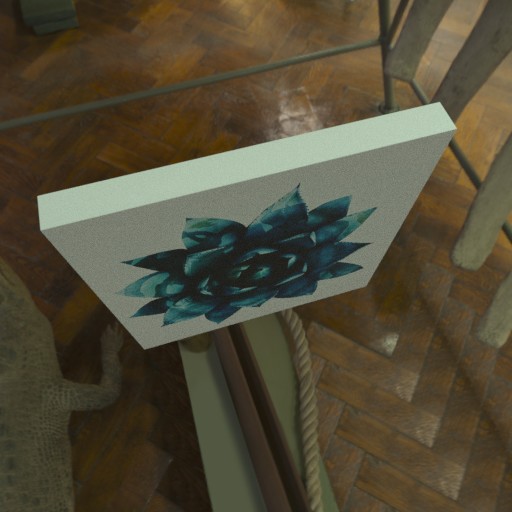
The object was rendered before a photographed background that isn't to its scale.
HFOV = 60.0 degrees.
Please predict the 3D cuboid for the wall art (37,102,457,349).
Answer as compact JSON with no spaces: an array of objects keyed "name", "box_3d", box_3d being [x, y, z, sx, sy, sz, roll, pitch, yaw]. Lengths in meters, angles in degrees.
[{"name":"wall art","box_3d":[0.000,0.000,0.604,0.406,0.406,0.038,-15,64,-7]}]
